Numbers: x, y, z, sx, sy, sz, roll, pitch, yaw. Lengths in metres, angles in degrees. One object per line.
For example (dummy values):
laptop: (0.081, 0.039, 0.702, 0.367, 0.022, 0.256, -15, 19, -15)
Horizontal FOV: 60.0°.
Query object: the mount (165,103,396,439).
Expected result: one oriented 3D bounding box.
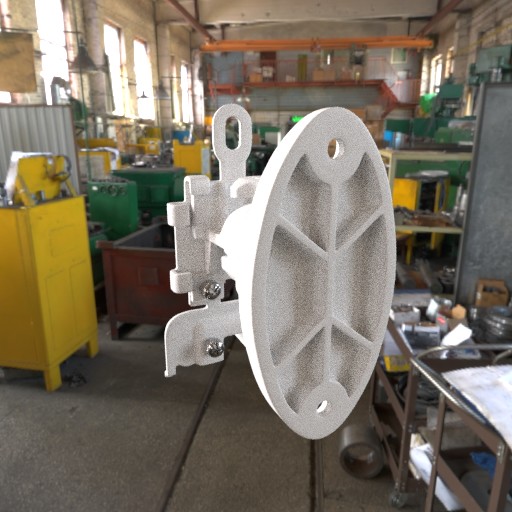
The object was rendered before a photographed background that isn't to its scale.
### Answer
mount: (0.000, 0.000, 0.177, 0.066, 0.118, 0.100, -7, 17, -25)
